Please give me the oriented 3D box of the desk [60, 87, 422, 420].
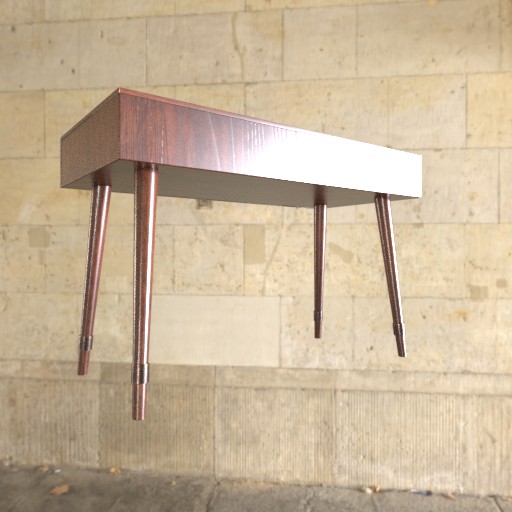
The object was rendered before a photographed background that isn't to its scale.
[{"bbox_3d":[0.000,0.000,2.105,1.577,1.031,0.734,0,0,-37],"label":"desk"}]
